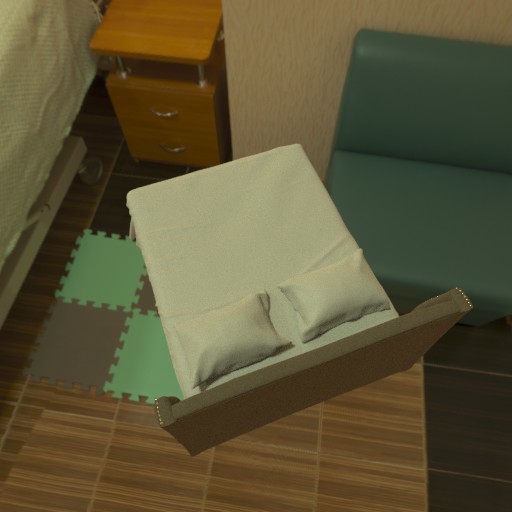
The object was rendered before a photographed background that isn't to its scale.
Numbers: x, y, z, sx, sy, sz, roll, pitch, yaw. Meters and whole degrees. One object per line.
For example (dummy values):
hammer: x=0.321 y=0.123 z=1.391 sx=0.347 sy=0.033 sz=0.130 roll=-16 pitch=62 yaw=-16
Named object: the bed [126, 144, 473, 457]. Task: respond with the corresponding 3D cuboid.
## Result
bed: x=0.000 y=0.000 z=3.513 sx=1.925 sy=1.332 sz=2.276 roll=-18 pitch=62 yaw=-10
